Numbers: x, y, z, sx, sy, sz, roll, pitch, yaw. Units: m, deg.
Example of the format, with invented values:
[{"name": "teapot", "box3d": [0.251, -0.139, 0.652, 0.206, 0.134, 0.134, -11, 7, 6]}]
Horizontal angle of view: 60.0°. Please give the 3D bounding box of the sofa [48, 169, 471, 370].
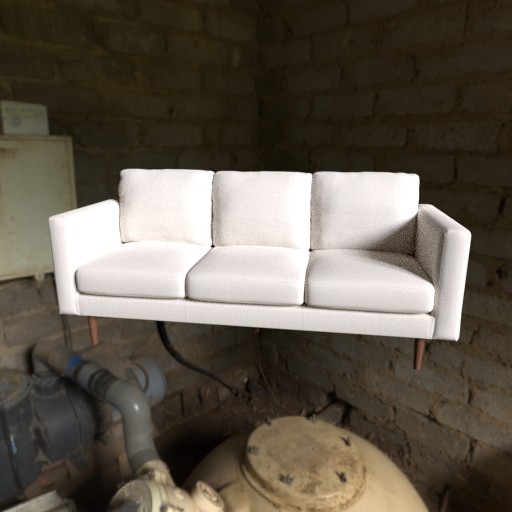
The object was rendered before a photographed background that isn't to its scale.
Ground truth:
[{"name": "sofa", "box3d": [0.000, 0.000, 2.488, 2.029, 0.912, 0.802, 2, 15, 9]}]
